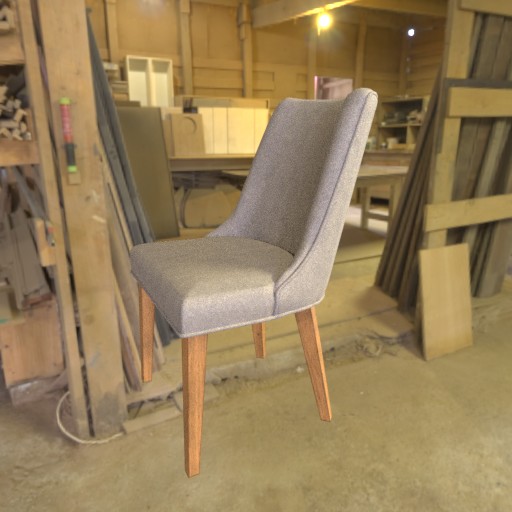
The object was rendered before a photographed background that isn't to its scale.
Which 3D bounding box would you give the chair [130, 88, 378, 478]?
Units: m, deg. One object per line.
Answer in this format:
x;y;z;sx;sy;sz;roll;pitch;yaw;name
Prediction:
0.000;0.000;1.303;0.636;0.916;0.548;-8;17;-26;chair
